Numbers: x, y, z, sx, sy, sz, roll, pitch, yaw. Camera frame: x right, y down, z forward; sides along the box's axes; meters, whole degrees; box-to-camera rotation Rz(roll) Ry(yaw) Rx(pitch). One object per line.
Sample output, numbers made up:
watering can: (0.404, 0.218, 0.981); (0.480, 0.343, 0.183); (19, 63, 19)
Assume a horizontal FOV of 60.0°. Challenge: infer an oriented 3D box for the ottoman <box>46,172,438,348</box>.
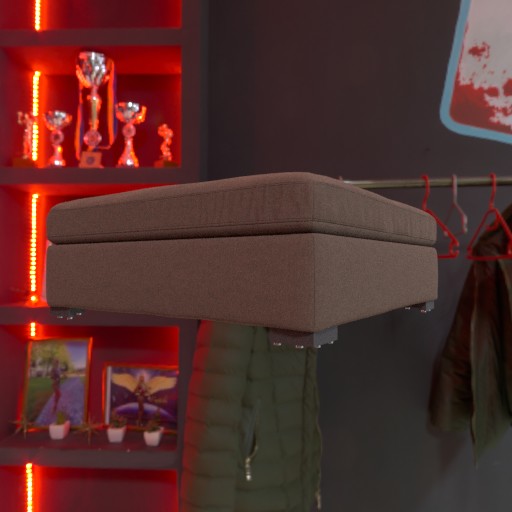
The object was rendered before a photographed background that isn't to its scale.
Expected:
ottoman: (0.000, 0.000, 1.825); (1.181, 0.470, 1.181); (-1, -1, 35)
